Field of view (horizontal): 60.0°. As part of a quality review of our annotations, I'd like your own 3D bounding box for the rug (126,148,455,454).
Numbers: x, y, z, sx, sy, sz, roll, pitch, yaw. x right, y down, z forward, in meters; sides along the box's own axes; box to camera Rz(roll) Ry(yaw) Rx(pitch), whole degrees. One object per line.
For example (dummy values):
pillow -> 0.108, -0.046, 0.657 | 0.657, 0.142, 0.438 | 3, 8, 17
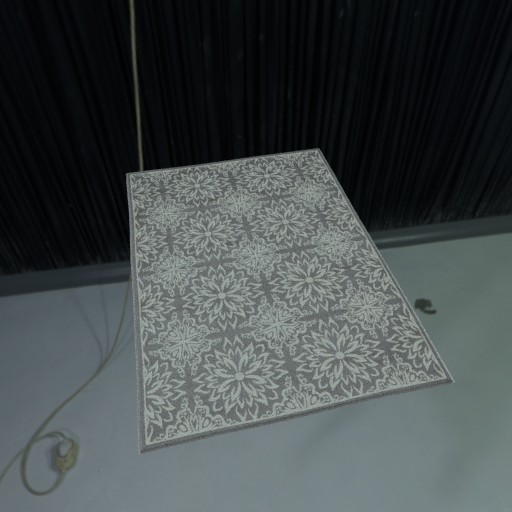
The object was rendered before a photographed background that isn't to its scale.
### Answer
rug -> 0.000, 0.000, 2.904 | 1.608, 0.014, 2.213 | -9, 47, -9
